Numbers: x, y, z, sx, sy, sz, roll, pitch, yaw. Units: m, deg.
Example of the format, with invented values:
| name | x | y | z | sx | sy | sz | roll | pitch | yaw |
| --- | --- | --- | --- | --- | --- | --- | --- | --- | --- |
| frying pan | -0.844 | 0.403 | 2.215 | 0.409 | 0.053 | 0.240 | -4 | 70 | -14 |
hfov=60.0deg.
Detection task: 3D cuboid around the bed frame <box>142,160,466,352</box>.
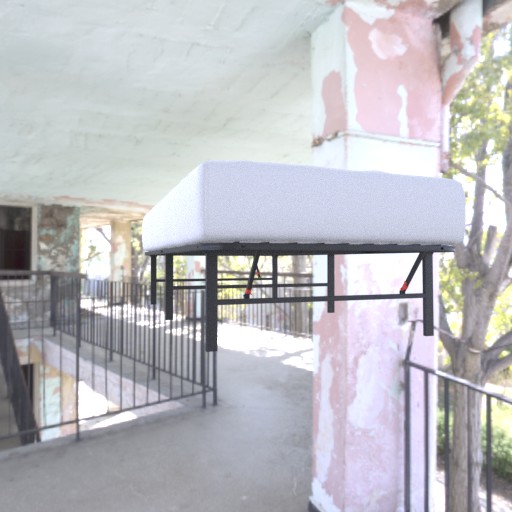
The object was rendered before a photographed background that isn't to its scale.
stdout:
| name | x | y | z | sx | sy | sz | roll | pitch | yaw |
| --- | --- | --- | --- | --- | --- | --- | --- | --- | --- |
| bed frame | 0.000 | 0.000 | 2.367 | 1.025 | 0.640 | 1.908 | 0 | -1 | -20 |
